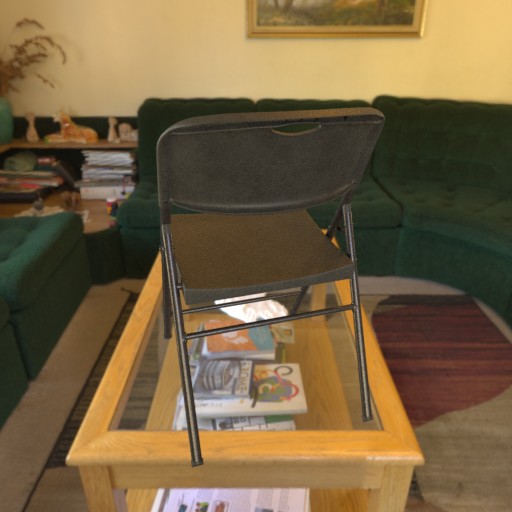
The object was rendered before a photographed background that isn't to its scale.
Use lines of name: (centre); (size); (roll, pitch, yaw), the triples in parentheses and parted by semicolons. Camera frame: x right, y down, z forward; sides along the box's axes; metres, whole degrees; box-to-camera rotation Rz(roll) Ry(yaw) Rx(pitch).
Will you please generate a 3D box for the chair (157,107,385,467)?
chair: (0.000, 0.000, 1.177); (0.494, 0.810, 0.566); (-8, 27, -16)
